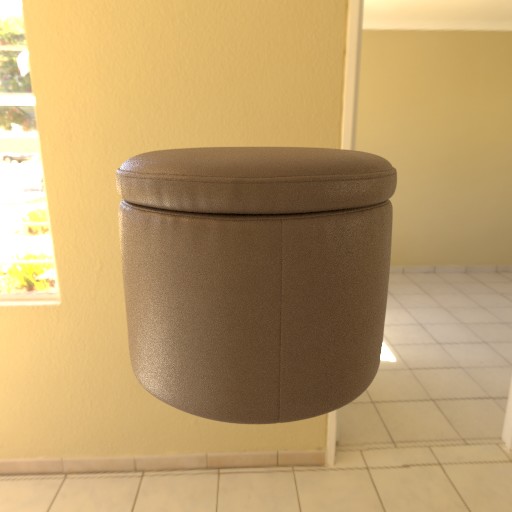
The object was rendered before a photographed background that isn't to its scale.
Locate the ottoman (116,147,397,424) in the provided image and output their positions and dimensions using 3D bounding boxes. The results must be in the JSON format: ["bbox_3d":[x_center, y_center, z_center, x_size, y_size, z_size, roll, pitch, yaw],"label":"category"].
[{"bbox_3d":[0.000,0.000,0.860,0.500,0.409,0.500,0,15,0],"label":"ottoman"}]
